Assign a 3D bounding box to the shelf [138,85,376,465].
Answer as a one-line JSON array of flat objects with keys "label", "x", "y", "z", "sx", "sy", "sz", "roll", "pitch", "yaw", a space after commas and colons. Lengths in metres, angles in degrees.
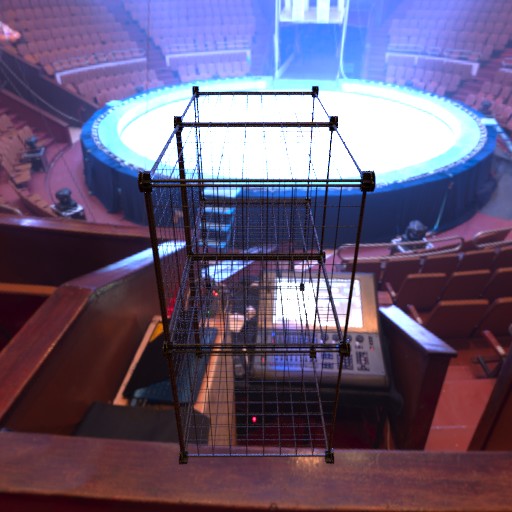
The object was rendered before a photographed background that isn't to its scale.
[{"label": "shelf", "x": 0.000, "y": 0.000, "z": 1.143, "sx": 0.356, "sy": 0.711, "sz": 0.711, "roll": 0, "pitch": 31, "yaw": 0}]
